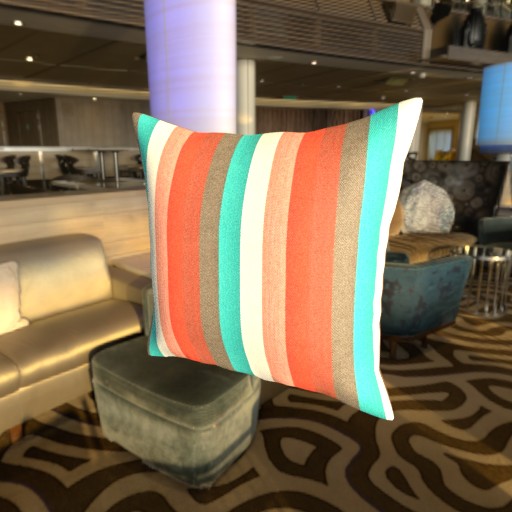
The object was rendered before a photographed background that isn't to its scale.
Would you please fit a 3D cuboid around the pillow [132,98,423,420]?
[{"bbox_3d":[0.000,0.000,0.687,0.453,0.443,0.168,7,15,26],"label":"pillow"}]
